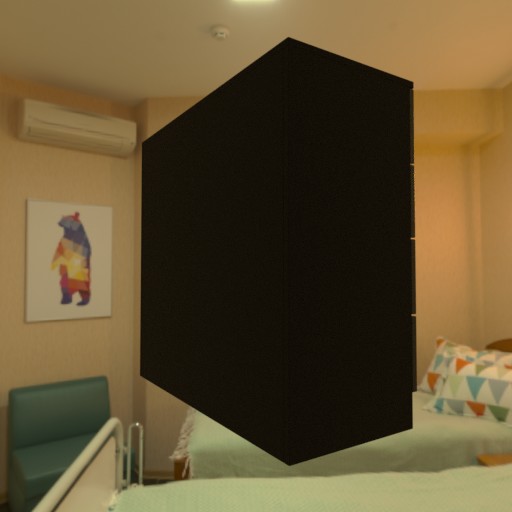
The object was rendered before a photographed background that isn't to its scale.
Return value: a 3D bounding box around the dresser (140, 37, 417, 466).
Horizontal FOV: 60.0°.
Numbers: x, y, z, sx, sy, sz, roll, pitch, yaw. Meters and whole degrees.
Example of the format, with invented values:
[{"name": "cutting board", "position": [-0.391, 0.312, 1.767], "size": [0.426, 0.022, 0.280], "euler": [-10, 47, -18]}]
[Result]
[{"name": "dresser", "position": [0.000, 0.000, 1.153], "size": [0.360, 0.720, 0.750], "euler": [1, -2, -33]}]
